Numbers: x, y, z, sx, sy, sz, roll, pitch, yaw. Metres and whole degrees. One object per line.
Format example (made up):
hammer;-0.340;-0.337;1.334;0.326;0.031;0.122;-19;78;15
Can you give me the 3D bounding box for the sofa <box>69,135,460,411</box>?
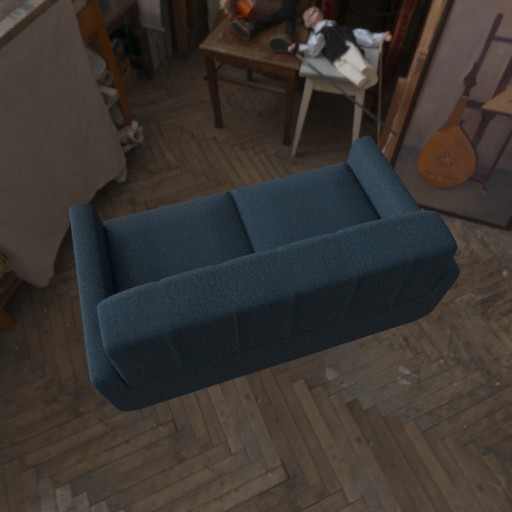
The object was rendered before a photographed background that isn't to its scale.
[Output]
sofa;0.000;0.000;2.207;1.651;0.896;0.942;-15;59;-10
